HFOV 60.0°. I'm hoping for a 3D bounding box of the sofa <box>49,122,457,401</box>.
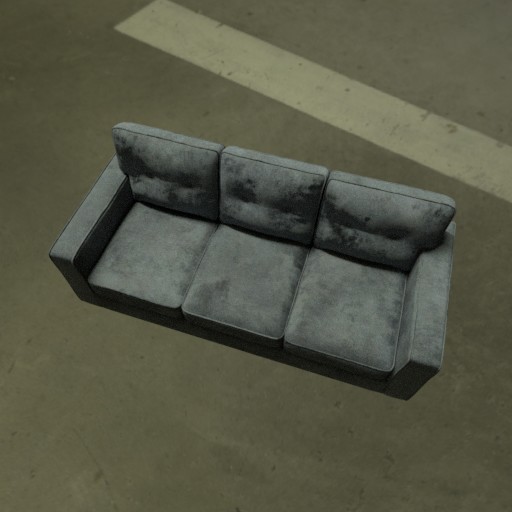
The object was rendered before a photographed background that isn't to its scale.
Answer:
[{"bbox_3d":[0.000,0.000,2.613,2.133,0.965,0.939,15,59,9],"label":"sofa"}]
